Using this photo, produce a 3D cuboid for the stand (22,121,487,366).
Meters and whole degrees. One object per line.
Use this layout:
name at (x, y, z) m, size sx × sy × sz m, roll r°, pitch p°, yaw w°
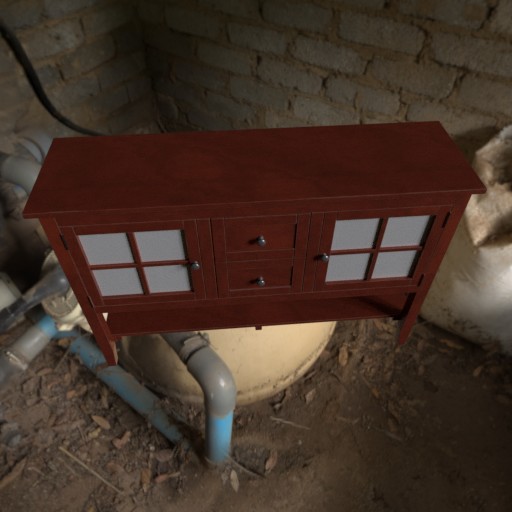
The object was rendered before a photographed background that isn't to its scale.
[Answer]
stand at (0.000, 0.000, 1.738) m, size 1.362 × 0.872 × 0.410 m, roll -4°, pitch 47°, yaw -3°
